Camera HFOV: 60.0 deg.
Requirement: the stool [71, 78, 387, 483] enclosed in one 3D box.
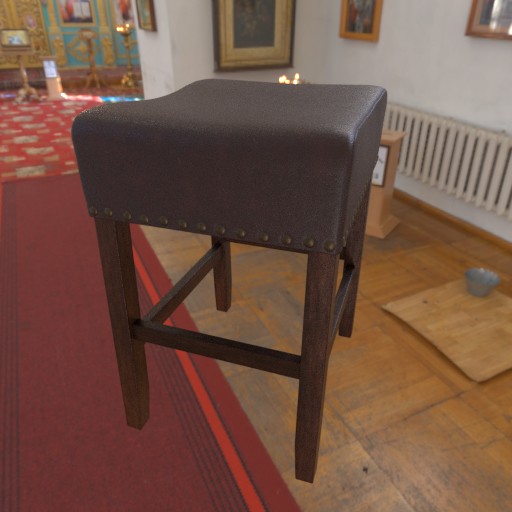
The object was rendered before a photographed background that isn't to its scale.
[{"bbox_3d":[0.000,0.000,0.879,0.397,0.608,0.465,9,29,17],"label":"stool"}]
